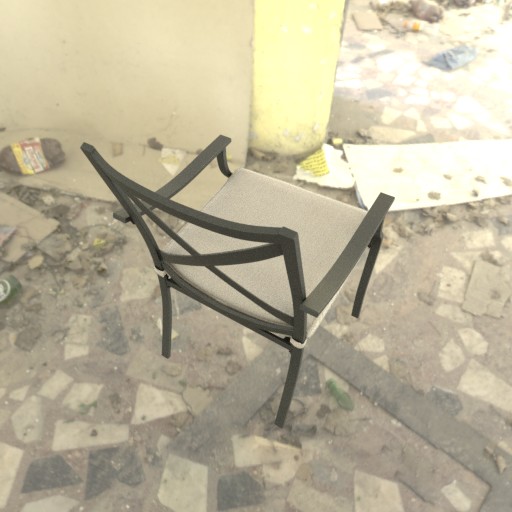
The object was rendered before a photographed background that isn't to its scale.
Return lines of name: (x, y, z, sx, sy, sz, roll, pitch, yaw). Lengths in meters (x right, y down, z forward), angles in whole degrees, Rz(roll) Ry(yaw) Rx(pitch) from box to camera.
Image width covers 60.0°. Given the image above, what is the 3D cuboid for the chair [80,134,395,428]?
chair: (0.000, 0.000, 1.281, 0.575, 0.889, 0.620, 25, 52, 21)
